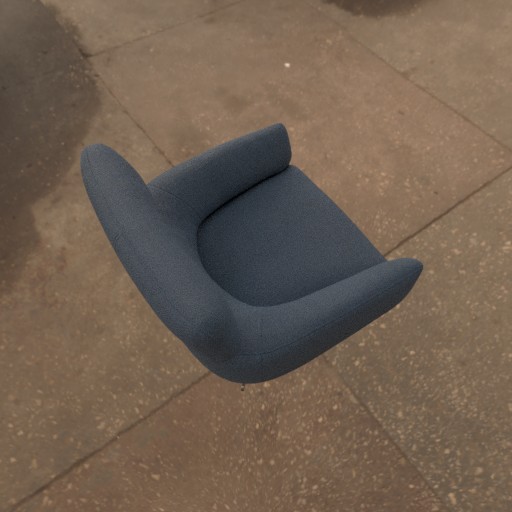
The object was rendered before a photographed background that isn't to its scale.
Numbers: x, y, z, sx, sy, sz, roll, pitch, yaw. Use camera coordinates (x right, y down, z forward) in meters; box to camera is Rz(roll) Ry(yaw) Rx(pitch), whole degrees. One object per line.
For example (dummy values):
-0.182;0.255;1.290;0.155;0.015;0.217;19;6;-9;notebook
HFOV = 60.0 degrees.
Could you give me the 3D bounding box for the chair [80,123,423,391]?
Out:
0.000;0.000;1.407;0.761;0.813;0.738;-29;62;-17;chair
